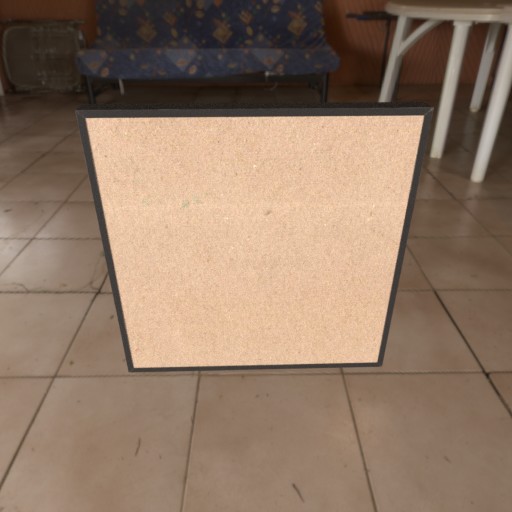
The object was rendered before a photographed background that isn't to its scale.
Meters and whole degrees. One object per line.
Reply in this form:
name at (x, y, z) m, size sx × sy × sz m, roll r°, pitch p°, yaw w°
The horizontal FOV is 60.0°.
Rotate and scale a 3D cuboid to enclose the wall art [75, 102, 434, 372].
wall art at (0.000, 0.000, 0.774) m, size 0.508 × 0.508 × 0.038 m, roll -1°, pitch 31°, yaw -2°
